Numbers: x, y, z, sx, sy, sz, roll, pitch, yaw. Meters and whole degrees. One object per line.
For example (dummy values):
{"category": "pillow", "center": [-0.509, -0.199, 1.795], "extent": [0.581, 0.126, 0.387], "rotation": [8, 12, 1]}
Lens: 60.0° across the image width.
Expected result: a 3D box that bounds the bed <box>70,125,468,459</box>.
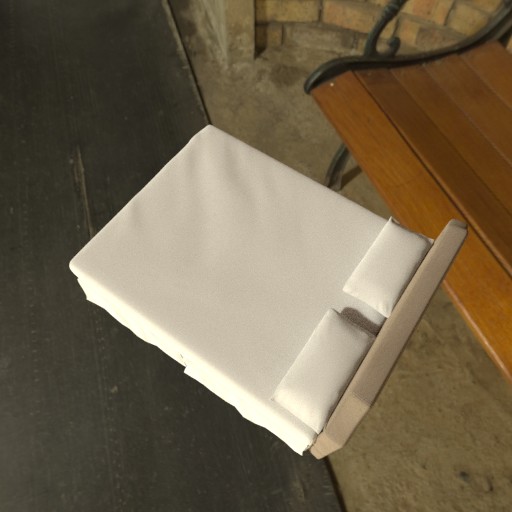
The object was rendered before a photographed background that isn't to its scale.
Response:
{"category": "bed", "center": [0.000, 0.000, 3.552], "extent": [2.498, 1.293, 1.977], "rotation": [32, 67, 16]}
